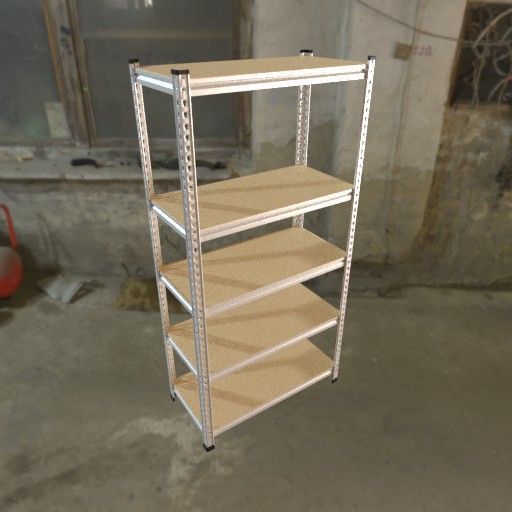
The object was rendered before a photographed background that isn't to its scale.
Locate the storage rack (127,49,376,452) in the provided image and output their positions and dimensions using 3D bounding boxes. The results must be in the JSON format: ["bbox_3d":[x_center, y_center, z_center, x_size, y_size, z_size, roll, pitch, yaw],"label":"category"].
[{"bbox_3d":[0.000,0.000,2.232,0.914,1.829,0.457,-18,34,-29],"label":"storage rack"}]
